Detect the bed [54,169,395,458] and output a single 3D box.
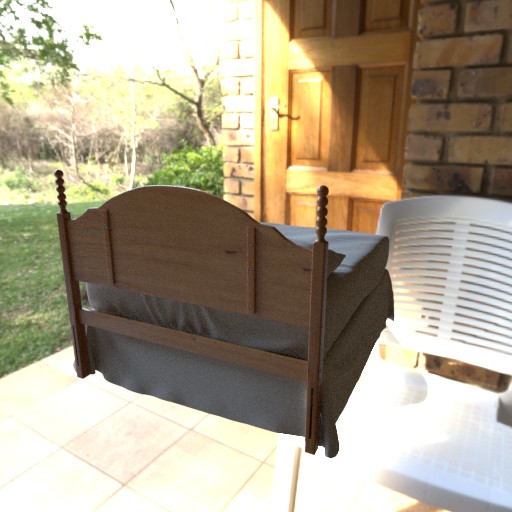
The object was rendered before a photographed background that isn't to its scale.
[{"bbox_3d":[0.000,0.000,3.269,1.873,1.356,2.040,8,18,25],"label":"bed"}]
